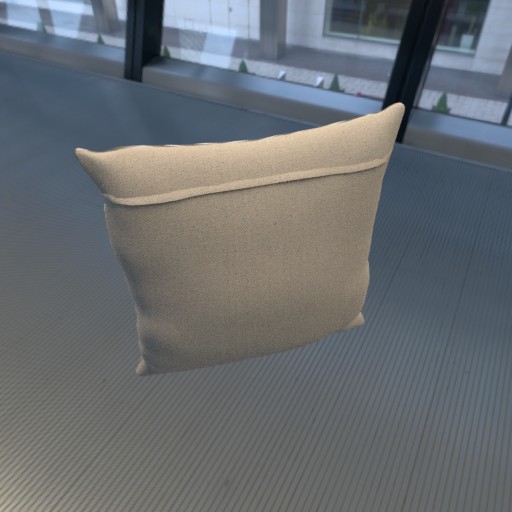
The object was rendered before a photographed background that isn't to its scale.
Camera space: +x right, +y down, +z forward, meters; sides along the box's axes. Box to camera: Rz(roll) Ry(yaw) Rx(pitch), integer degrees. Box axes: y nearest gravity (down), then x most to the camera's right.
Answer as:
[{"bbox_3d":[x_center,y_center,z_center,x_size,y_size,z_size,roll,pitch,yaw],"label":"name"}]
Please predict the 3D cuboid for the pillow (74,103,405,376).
[{"bbox_3d":[0.000,0.000,0.693,0.440,0.441,0.182,-11,41,-13],"label":"pillow"}]
